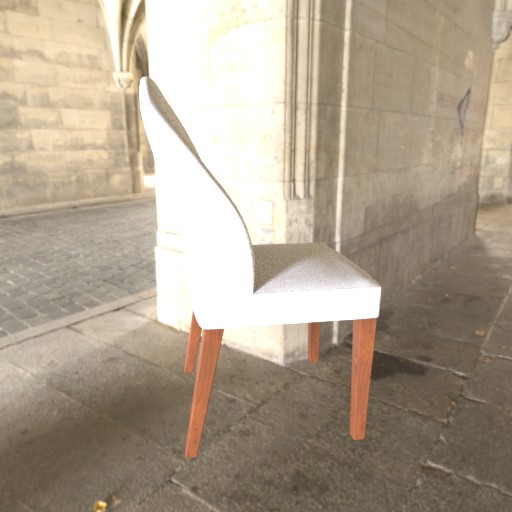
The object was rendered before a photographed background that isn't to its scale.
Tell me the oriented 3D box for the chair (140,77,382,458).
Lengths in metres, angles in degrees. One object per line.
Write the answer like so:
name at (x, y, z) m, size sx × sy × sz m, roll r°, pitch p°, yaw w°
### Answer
chair at (0.000, 0.000, 1.201) m, size 0.540 × 0.893 × 0.472 m, roll -2°, pitch 15°, yaw -9°
